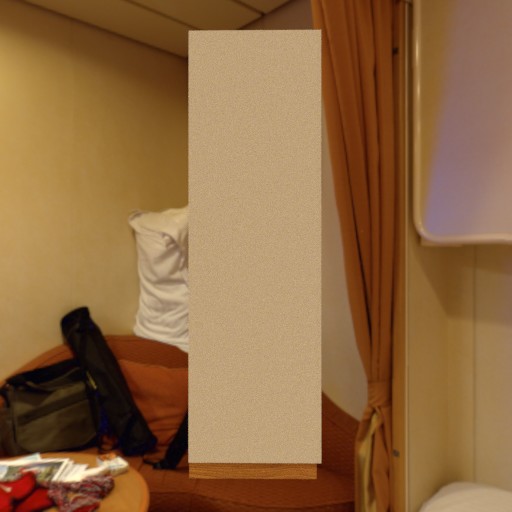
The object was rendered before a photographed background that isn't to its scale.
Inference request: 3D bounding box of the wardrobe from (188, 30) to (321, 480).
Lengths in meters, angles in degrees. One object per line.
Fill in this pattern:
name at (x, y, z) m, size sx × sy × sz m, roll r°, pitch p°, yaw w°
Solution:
wardrobe at (0.000, 0.000, 2.433) m, size 0.600 × 2.040 × 0.860 m, roll 0°, pitch 0°, yaw 1°
